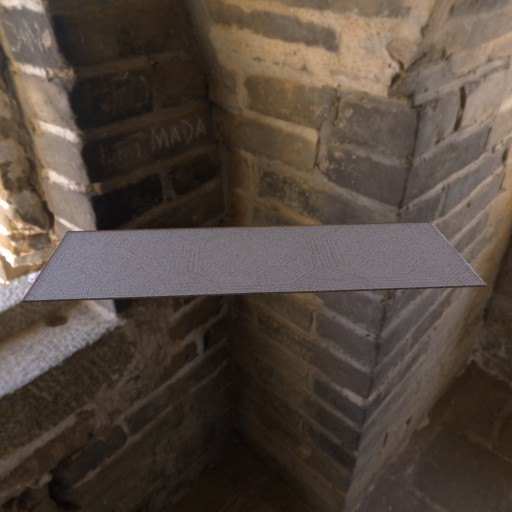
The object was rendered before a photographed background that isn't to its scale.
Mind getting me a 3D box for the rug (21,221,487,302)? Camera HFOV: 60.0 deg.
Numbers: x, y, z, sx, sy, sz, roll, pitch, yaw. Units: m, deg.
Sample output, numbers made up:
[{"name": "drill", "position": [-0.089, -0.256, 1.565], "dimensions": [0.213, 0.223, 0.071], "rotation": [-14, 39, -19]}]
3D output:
[{"name": "rug", "position": [0.000, 0.000, 2.656], "dimensions": [2.452, 0.012, 0.775], "rotation": [-2, 31, -3]}]
